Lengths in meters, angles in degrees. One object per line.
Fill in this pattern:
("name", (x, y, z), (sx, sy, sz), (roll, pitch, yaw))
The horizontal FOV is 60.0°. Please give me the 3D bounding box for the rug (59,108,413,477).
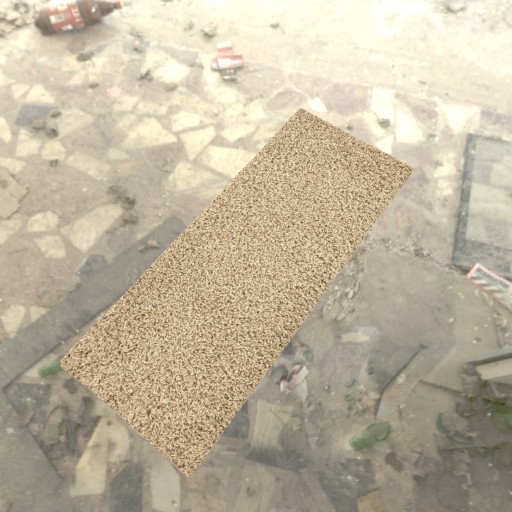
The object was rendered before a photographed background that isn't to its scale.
("rug", (0.000, 0.000, 1.763), (0.609, 0.030, 1.524), (34, 68, 16))
